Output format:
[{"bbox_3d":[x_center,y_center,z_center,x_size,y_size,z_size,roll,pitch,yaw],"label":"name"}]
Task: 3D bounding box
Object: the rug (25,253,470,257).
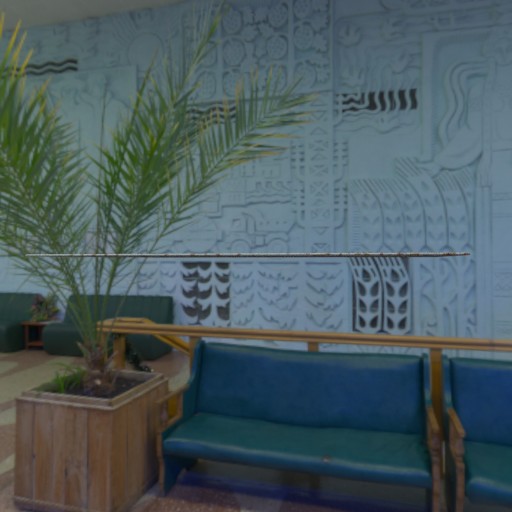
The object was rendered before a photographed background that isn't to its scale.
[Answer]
[{"bbox_3d":[0.000,0.000,3.028,2.435,0.011,1.517,0,-1,17],"label":"rug"}]
